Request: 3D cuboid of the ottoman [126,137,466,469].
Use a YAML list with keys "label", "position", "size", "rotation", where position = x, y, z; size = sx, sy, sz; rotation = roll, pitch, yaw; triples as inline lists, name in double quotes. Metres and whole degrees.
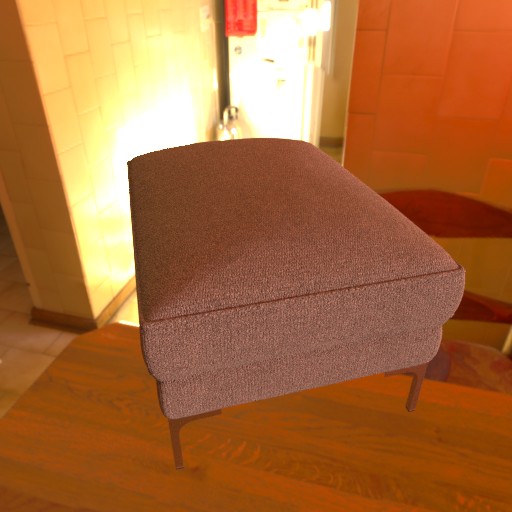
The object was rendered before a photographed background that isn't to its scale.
- label: "ottoman"
  position: [0.000, 0.000, 1.124]
  size: [0.583, 0.464, 0.785]
  rotation: [-8, 32, -13]
